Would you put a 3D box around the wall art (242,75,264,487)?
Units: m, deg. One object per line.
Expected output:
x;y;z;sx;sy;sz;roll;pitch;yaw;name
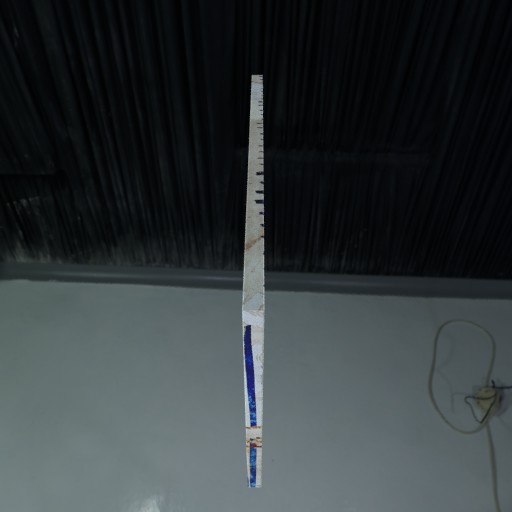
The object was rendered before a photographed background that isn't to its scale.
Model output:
0.000;0.000;1.162;0.030;0.609;0.919;0;41;0;wall art
